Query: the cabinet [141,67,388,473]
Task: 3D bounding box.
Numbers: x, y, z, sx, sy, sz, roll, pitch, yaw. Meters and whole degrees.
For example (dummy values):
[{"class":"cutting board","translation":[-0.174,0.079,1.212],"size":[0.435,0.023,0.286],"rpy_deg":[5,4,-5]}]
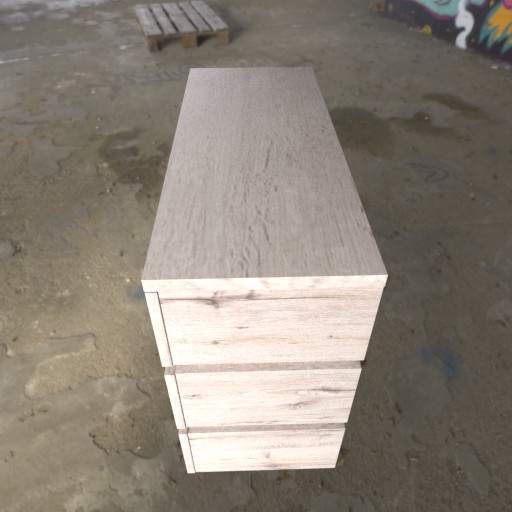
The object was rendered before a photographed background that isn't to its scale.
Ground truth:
[{"class":"cabinet","translation":[0.000,0.000,1.413],"size":[0.420,0.820,1.040],"rpy_deg":[-1,41,-1]}]
